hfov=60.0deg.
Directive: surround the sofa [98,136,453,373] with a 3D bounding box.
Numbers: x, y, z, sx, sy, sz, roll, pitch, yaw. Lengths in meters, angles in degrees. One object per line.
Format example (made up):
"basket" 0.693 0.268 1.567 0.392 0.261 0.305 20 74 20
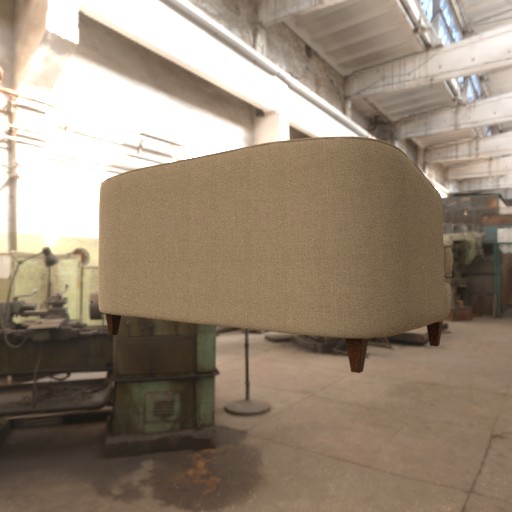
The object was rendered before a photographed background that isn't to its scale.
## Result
"sofa" 0.000 0.000 2.292 1.733 0.855 0.941 -1 -2 36
